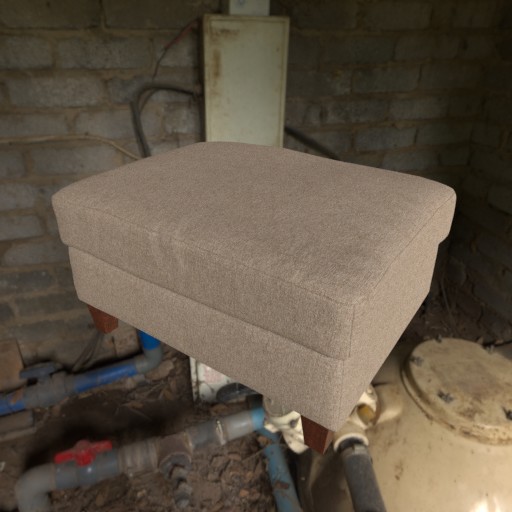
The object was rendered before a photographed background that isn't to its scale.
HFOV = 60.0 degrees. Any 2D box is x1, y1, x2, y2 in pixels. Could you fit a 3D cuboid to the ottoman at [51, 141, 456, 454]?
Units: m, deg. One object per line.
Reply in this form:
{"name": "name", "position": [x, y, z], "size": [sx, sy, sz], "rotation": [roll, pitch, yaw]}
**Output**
{"name": "ottoman", "position": [0.000, 0.000, 1.275], "size": [0.889, 0.511, 0.692], "rotation": [18, 33, 30]}
